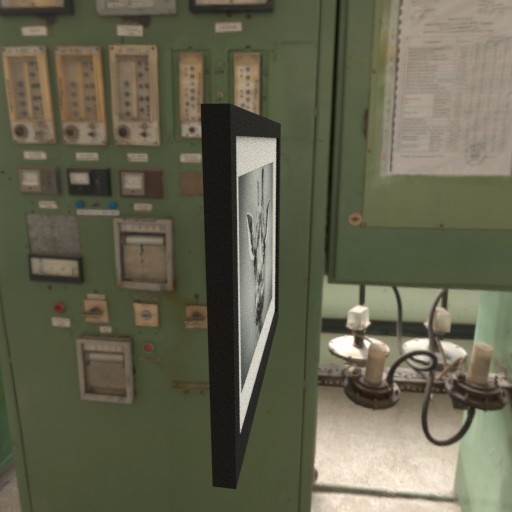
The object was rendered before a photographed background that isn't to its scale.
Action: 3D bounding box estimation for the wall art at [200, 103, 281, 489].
[{"bbox_3d":[0.000,0.000,0.765,0.031,0.457,0.558,2,15,8],"label":"wall art"}]
